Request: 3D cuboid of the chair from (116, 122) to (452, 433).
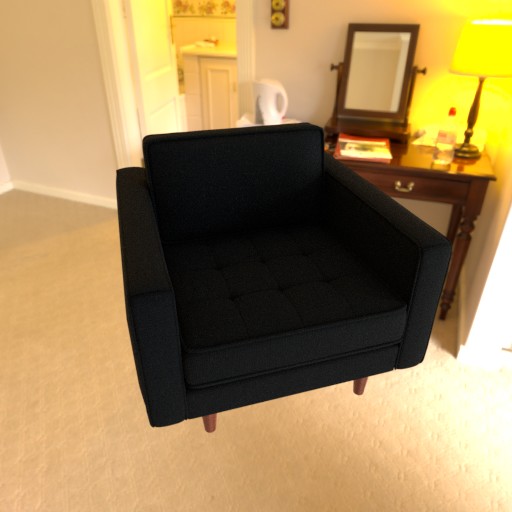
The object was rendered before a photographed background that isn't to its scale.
[{"bbox_3d":[0.000,0.000,1.570,0.899,0.770,0.920,-9,32,-14],"label":"chair"}]
